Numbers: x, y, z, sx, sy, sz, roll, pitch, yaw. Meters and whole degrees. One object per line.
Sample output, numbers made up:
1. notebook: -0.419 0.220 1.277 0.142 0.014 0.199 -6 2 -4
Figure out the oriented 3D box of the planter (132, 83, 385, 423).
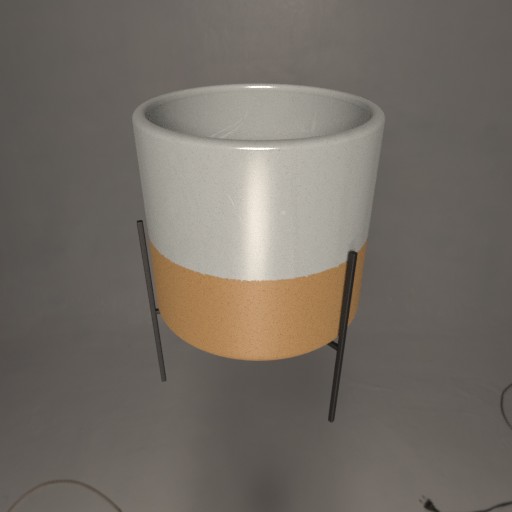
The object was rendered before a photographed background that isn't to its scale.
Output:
1. planter: 0.000 0.000 0.654 0.310 0.432 0.310 1 32 1
